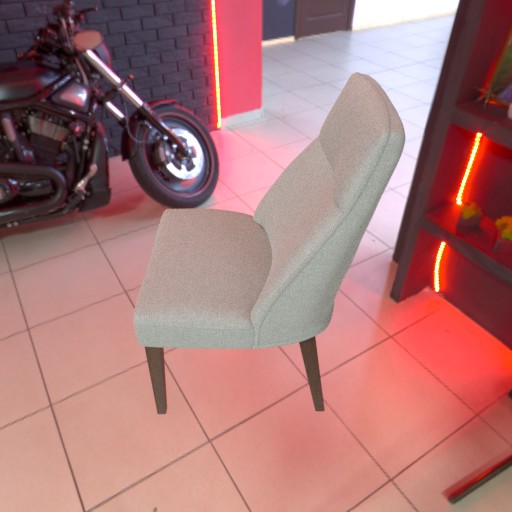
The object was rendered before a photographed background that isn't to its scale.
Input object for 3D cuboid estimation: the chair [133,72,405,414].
[{"bbox_3d":[0.000,0.000,1.273,0.620,0.930,0.500,0,40,0],"label":"chair"}]
